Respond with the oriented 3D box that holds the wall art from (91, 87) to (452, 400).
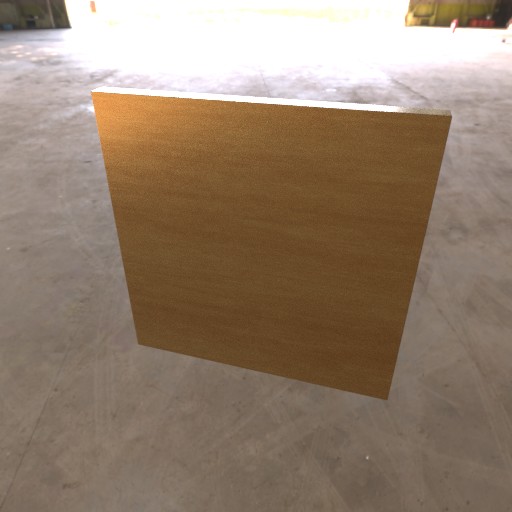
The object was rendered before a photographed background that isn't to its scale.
[{"bbox_3d":[0.000,0.000,0.444,0.302,0.302,0.019,9,33,14],"label":"wall art"}]
